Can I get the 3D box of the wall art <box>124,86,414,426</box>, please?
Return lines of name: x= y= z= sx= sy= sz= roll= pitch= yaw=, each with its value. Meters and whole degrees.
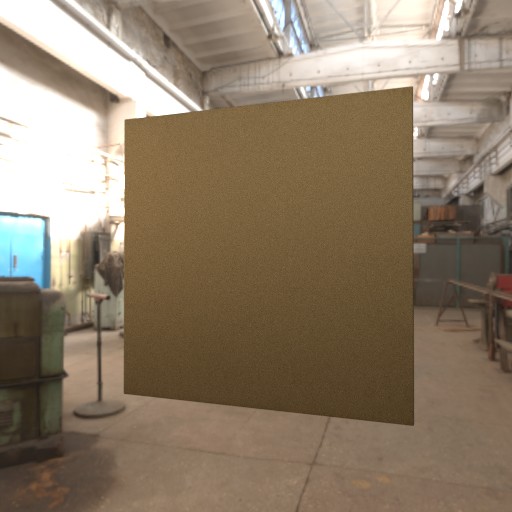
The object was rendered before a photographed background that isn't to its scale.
wall art: x=0.000 y=0.000 z=0.752 sx=0.503 sy=0.506 sz=0.031 roll=0 pitch=-1 yaw=18
